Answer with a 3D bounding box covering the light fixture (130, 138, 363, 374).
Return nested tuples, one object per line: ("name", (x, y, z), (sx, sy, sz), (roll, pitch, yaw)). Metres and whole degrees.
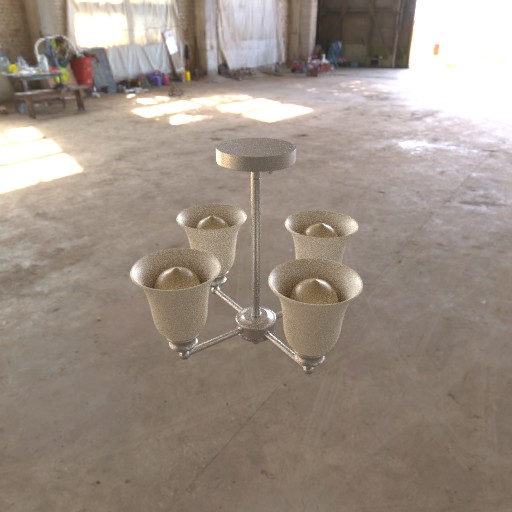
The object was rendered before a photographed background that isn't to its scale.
("light fixture", (0.000, 0.000, 0.751), (0.427, 0.370, 0.427), (-18, 32, -31))
